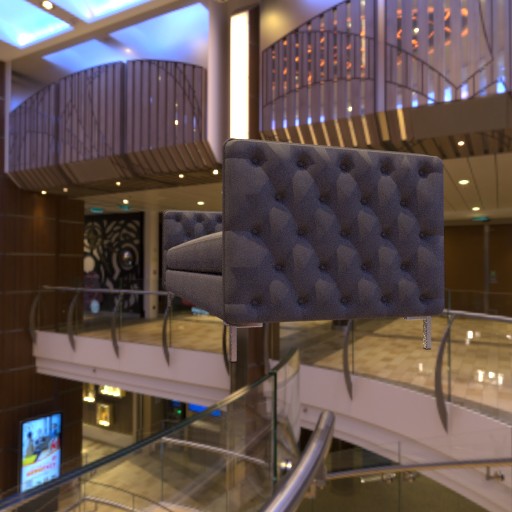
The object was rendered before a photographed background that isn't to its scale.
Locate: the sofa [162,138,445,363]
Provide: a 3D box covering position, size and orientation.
[{"bbox_3d":[0.000,0.000,2.623,0.895,0.771,2.209,0,-1,-17],"label":"sofa"}]
